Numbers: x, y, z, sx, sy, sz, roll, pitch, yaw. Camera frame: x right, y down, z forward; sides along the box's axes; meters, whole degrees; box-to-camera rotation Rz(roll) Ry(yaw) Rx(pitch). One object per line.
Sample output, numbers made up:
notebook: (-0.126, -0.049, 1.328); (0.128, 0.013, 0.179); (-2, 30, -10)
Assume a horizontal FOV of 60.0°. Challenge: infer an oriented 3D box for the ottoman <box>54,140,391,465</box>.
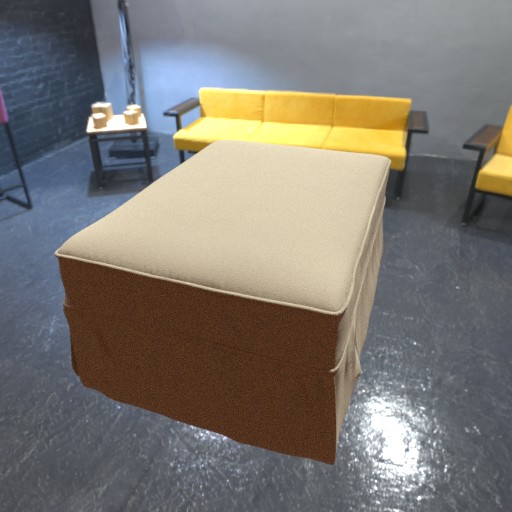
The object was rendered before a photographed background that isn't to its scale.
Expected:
ottoman: (0.000, 0.000, 1.324); (0.721, 0.482, 0.959); (11, 33, 17)
